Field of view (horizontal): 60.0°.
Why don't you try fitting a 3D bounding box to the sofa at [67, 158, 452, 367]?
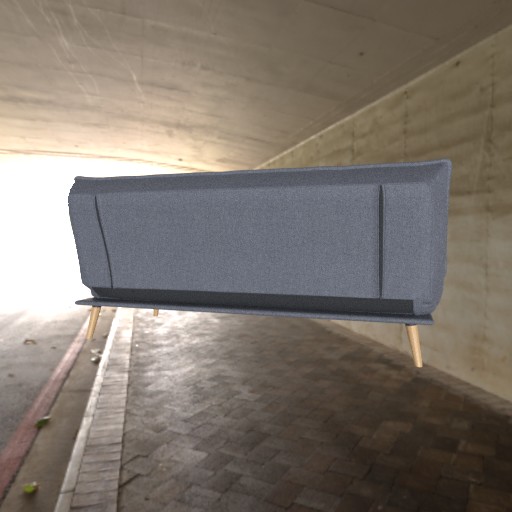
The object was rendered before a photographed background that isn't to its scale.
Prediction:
[{"bbox_3d":[0.000,0.000,2.475,1.940,0.890,0.950,1,3,18],"label":"sofa"}]
